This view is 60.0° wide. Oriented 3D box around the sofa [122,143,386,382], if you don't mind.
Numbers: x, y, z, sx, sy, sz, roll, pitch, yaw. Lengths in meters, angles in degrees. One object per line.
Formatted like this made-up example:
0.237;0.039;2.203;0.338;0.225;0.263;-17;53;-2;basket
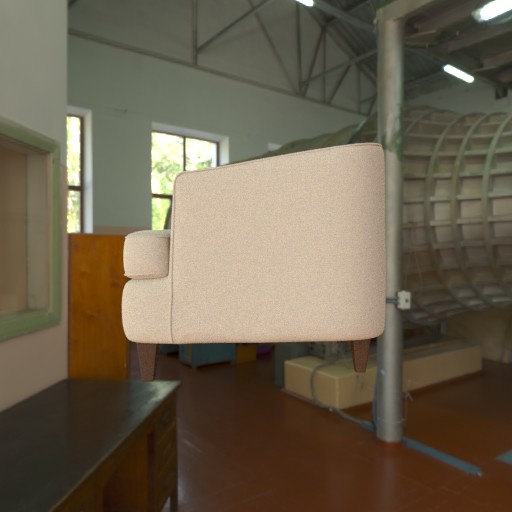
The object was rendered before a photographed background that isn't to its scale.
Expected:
0.000;0.000;2.235;0.941;0.855;1.733;0;1;-2;sofa
